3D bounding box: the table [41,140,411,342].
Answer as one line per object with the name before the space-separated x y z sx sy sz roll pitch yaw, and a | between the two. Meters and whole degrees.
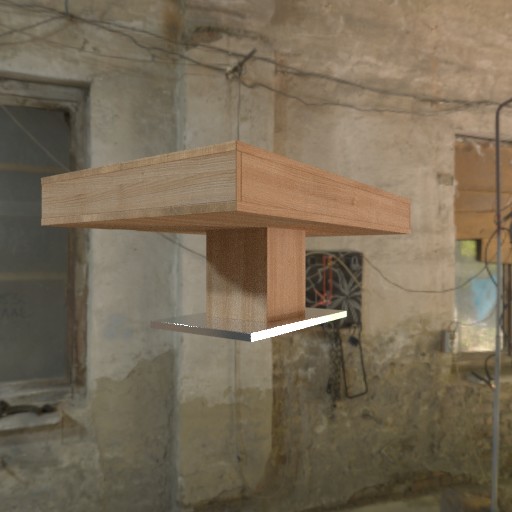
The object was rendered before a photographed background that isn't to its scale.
table | 0.000 0.000 1.490 0.700 0.440 1.100 0 0 36
